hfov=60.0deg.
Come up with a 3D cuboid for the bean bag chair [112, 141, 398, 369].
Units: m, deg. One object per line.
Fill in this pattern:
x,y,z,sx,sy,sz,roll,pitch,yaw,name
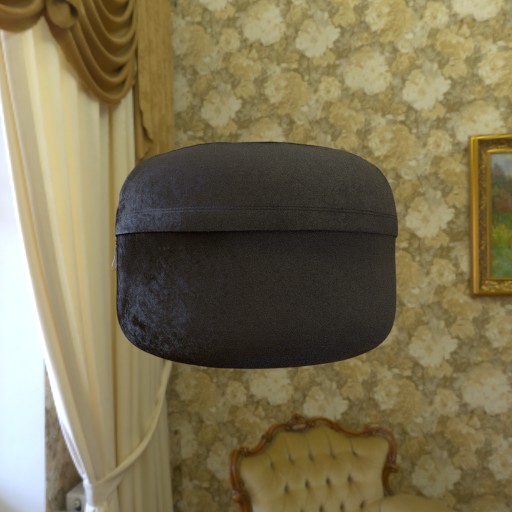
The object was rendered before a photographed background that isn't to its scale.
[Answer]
0.000,0.000,1.507,0.918,0.605,0.918,0,-1,0,bean bag chair
